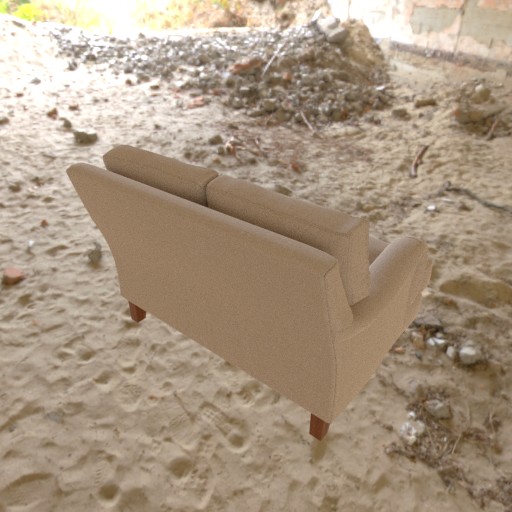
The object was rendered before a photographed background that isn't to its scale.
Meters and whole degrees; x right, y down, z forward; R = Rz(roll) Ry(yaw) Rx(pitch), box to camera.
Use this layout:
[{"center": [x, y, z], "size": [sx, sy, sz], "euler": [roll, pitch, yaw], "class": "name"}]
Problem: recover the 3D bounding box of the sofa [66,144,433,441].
[{"center": [0.000, 0.000, 2.272], "size": [1.508, 1.048, 1.087], "euler": [23, 38, 33], "class": "sofa"}]
